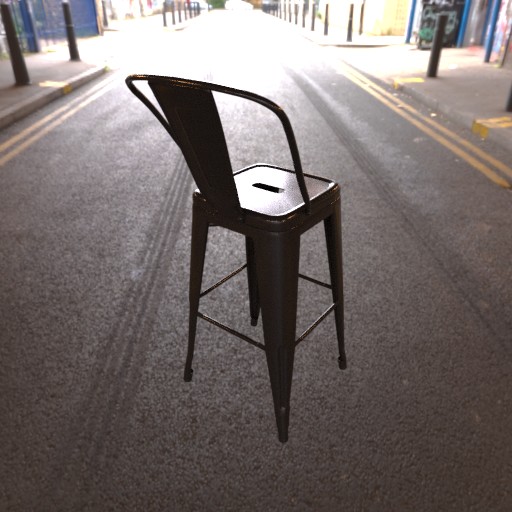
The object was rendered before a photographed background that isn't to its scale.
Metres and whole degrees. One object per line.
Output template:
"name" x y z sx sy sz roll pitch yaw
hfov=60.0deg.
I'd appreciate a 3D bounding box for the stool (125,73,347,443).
"stool" 0.000 0.000 1.269 0.432 1.022 0.528 21 36 32
